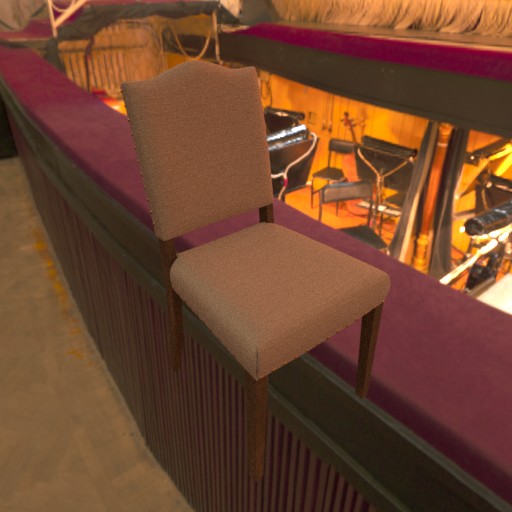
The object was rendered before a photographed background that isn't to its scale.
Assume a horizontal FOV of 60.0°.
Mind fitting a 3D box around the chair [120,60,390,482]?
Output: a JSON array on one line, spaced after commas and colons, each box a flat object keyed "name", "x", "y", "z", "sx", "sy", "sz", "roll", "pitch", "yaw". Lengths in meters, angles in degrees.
[{"name": "chair", "x": 0.000, "y": 0.000, "z": 1.317, "sx": 0.508, "sy": 1.020, "sz": 0.620, "roll": -23, "pitch": 38, "yaw": -33}]
